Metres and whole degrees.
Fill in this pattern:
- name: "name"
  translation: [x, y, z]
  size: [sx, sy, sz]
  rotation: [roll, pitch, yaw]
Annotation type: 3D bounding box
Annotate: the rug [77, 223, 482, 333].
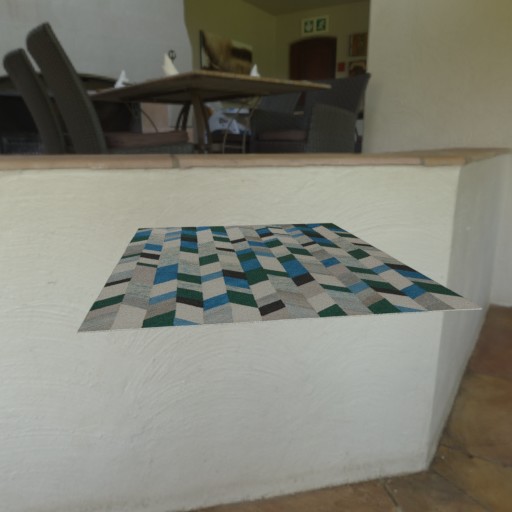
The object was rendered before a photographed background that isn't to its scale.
- name: "rug"
  translation: [0.000, 0.000, 4.056]
  size: [2.440, 0.008, 3.036]
  rotation: [-2, 15, -8]
